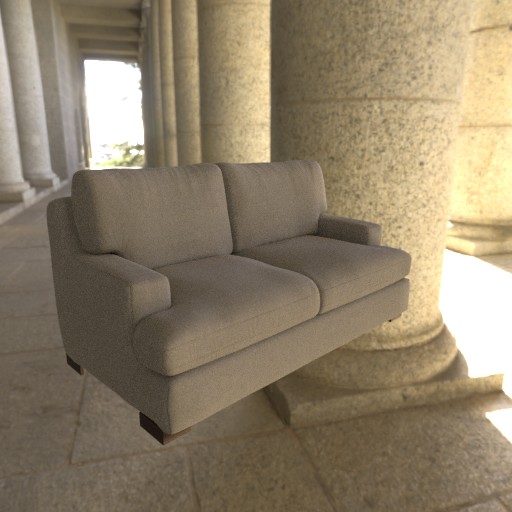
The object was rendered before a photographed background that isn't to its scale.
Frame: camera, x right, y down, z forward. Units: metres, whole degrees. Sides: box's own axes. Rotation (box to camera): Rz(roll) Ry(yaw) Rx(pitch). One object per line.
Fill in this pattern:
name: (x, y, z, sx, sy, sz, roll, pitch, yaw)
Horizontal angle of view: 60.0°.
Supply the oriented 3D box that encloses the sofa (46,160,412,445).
sofa: (0.000, 0.000, 2.415, 1.855, 0.980, 0.962, -14, 20, -43)
